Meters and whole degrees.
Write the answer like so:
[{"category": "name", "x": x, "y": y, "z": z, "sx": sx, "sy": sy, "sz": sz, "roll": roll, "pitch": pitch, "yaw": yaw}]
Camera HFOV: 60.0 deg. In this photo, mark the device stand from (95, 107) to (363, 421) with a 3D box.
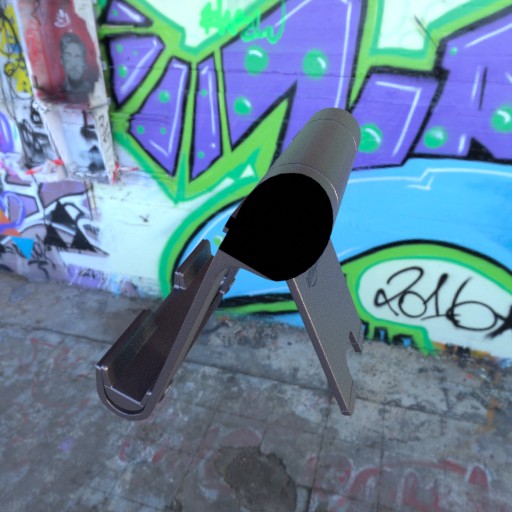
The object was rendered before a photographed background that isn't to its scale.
[{"category": "device stand", "x": 0.000, "y": 0.000, "z": 0.151, "sx": 0.079, "sy": 0.084, "sz": 0.088, "roll": 8, "pitch": 31, "yaw": 14}]
